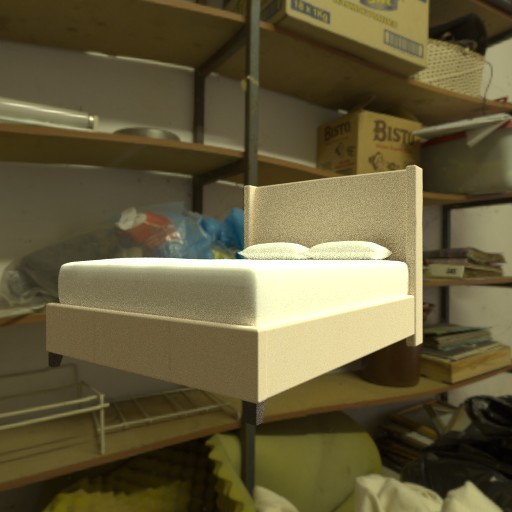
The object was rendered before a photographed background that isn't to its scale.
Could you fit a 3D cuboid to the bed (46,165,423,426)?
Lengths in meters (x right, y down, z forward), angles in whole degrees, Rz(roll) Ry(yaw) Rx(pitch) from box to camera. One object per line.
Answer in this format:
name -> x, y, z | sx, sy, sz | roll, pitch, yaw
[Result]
bed -> 0.000, 0.000, 3.329 | 1.778, 1.471, 2.293 | 0, 0, 37
